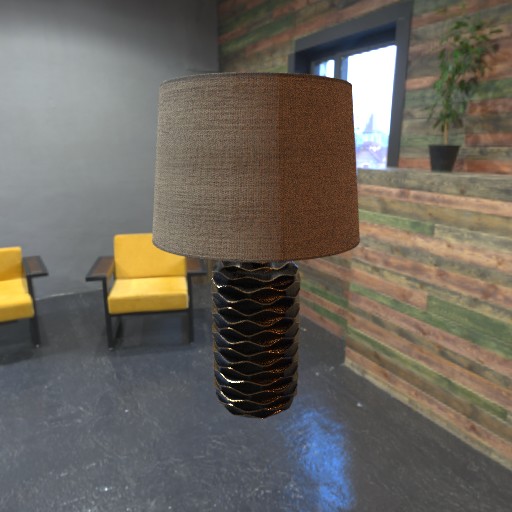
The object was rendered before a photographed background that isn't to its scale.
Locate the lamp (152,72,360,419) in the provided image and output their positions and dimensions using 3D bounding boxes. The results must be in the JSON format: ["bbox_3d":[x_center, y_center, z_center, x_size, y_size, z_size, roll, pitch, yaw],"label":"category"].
[{"bbox_3d":[0.000,0.000,0.831,0.376,0.594,0.376,0,14,0],"label":"lamp"}]
